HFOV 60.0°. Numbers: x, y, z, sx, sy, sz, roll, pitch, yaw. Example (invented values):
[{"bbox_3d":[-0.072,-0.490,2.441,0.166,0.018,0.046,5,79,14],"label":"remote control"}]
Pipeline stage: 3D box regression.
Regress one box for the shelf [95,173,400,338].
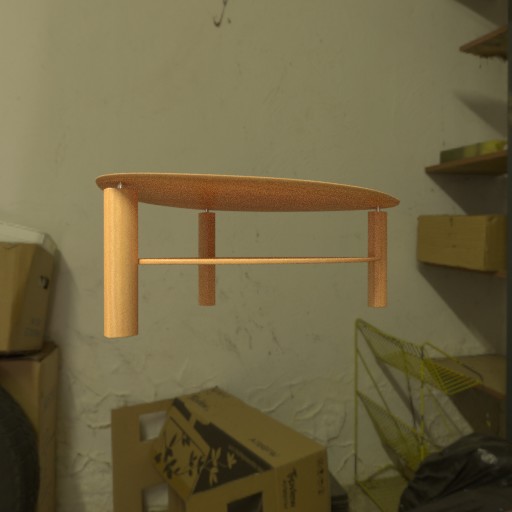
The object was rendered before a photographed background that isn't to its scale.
[{"bbox_3d":[0.000,0.000,1.674,1.246,0.440,0.845,0,1,-37],"label":"shelf"}]
